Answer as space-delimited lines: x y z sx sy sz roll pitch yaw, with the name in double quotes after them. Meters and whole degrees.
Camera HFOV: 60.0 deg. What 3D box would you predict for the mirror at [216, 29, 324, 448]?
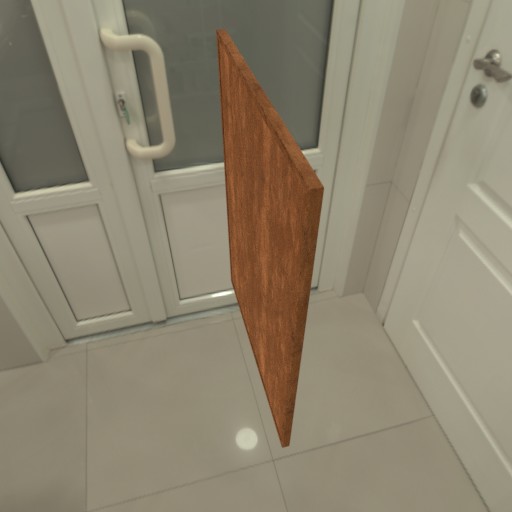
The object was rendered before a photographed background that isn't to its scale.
0.000 0.000 1.408 0.028 1.099 0.796 -11 46 -11 "mirror"
